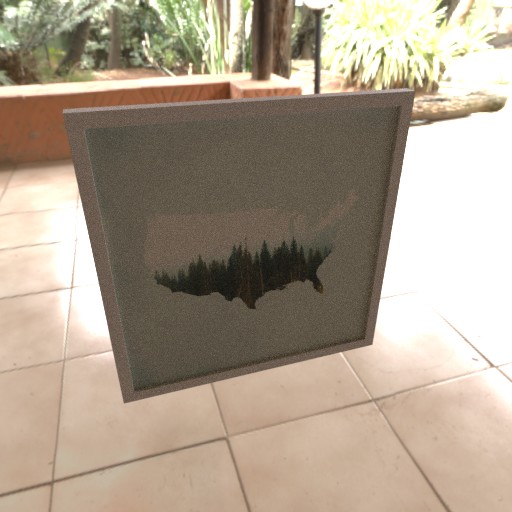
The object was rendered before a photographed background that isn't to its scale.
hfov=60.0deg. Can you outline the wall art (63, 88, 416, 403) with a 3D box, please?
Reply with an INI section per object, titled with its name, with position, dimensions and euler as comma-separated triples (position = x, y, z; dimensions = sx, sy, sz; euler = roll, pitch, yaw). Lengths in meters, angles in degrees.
[wall art]
position = 0.000, 0.000, 1.124
dimensions = 0.762, 0.762, 0.038
euler = -9, 31, -16
